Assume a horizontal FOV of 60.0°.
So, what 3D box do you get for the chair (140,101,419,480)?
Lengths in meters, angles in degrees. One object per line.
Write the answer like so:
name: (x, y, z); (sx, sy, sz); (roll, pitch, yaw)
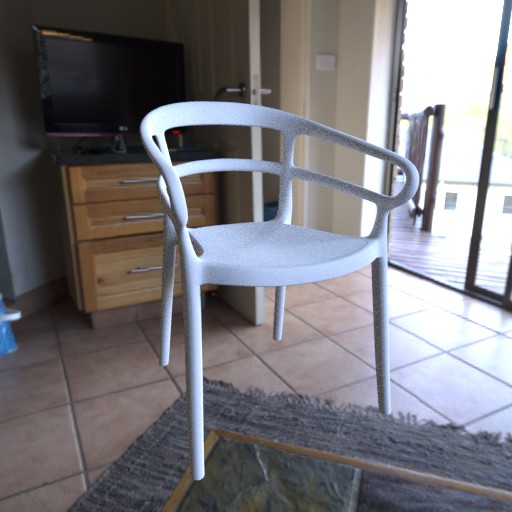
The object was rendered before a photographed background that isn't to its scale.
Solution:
chair: (0.000, 0.000, 1.113); (0.559, 0.761, 0.527); (-7, 17, -25)
